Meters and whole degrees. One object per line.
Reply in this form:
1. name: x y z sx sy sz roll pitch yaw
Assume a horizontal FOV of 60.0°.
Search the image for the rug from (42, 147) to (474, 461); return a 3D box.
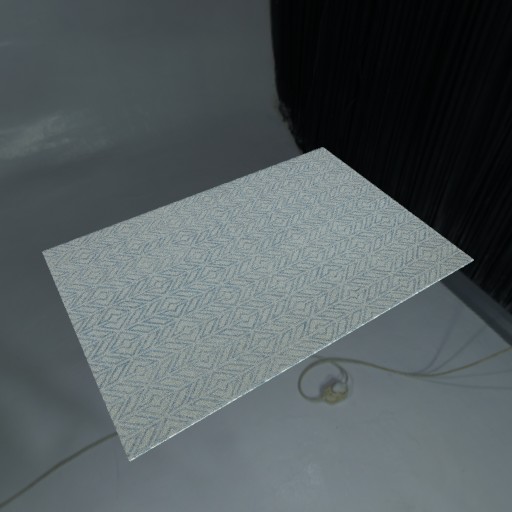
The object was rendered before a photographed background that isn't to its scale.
1. rug: 0.000 0.000 2.255 1.824 0.008 1.220 -24 51 -22
